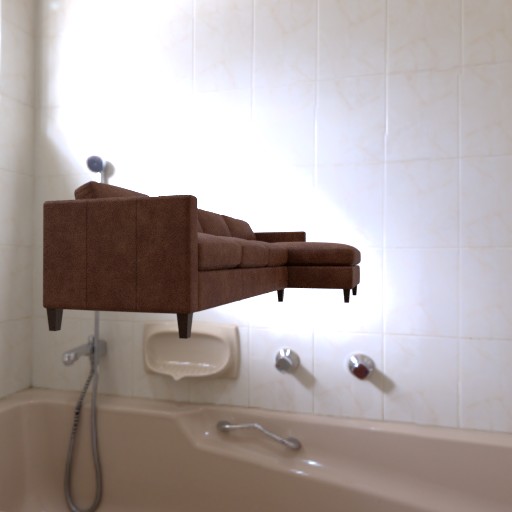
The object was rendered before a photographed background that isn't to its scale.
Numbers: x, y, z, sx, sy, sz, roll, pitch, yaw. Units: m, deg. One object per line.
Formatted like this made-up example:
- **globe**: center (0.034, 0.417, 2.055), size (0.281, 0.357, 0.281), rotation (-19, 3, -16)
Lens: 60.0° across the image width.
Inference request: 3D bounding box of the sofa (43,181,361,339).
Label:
- **sofa**: center (0.000, 0.000, 3.825), size (1.581, 0.883, 3.203), rotation (0, -1, 17)
